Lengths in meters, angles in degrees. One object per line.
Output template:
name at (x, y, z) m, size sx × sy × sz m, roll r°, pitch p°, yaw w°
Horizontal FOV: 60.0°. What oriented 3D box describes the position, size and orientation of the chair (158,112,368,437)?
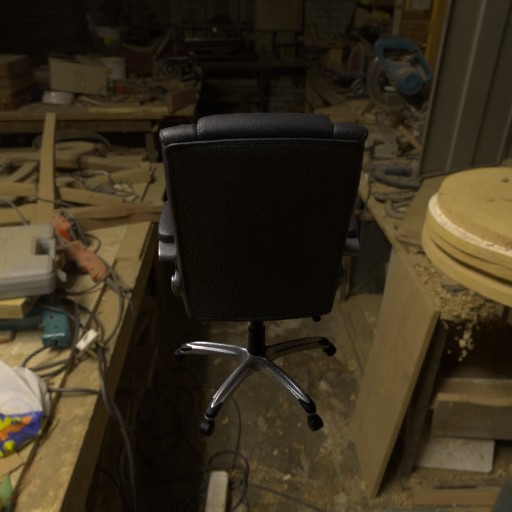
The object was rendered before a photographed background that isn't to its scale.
chair at (0.000, 0.000, 1.598) m, size 0.721 × 1.130 × 0.719 m, roll -1°, pitch 30°, yaw -2°
